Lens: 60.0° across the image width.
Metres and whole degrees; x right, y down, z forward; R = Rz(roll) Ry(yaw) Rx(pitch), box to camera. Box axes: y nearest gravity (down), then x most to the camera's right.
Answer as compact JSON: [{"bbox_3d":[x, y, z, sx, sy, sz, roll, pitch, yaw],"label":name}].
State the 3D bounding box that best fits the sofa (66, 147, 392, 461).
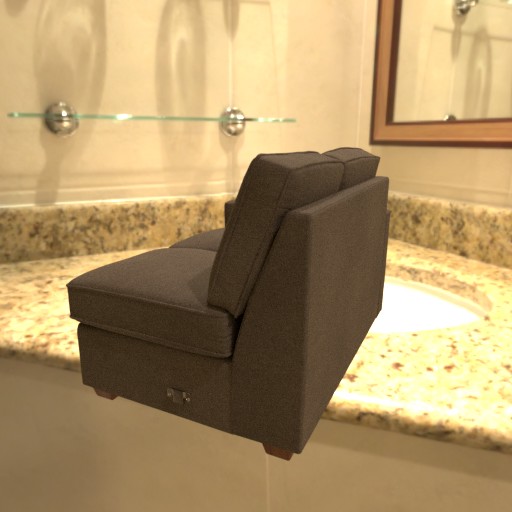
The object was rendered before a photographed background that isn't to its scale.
[{"bbox_3d":[0.000,0.000,2.065,0.991,0.989,1.388,7,17,25],"label":"sofa"}]
